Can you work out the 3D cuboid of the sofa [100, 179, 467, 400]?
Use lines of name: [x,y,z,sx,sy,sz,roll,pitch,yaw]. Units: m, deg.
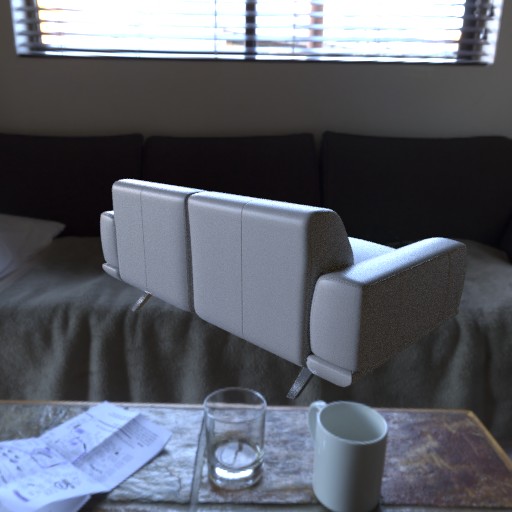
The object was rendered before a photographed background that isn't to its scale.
sofa: [0.000,0.000,2.400,0.900,0.772,1.901,-15,21,-42]
